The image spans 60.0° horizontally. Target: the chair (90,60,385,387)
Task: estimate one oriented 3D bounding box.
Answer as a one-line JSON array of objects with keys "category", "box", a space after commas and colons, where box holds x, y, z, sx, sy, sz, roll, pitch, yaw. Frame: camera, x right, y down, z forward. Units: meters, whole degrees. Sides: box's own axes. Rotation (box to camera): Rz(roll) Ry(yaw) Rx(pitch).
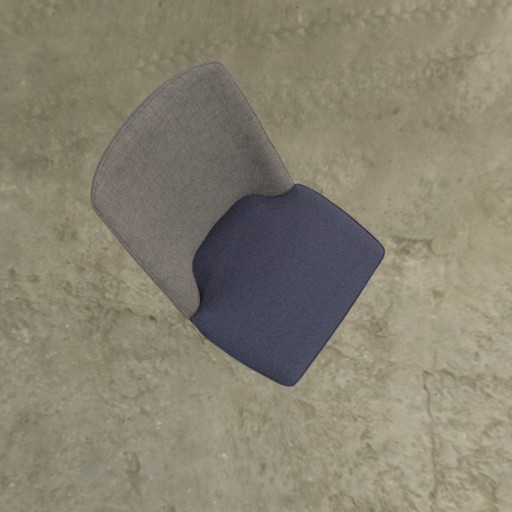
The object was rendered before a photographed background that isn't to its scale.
[{"category": "chair", "box": [0.000, 0.000, 1.155, 0.550, 0.855, 0.488, 36, 78, 9]}]
